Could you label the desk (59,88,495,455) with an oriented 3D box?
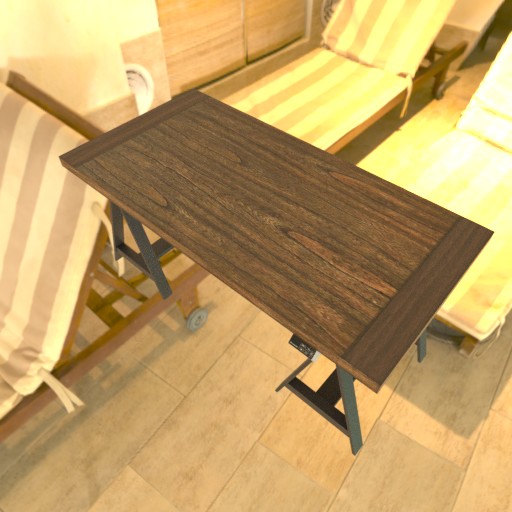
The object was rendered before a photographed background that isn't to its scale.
[{"bbox_3d":[0.000,0.000,1.949,1.543,0.725,0.784,33,56,26],"label":"desk"}]
